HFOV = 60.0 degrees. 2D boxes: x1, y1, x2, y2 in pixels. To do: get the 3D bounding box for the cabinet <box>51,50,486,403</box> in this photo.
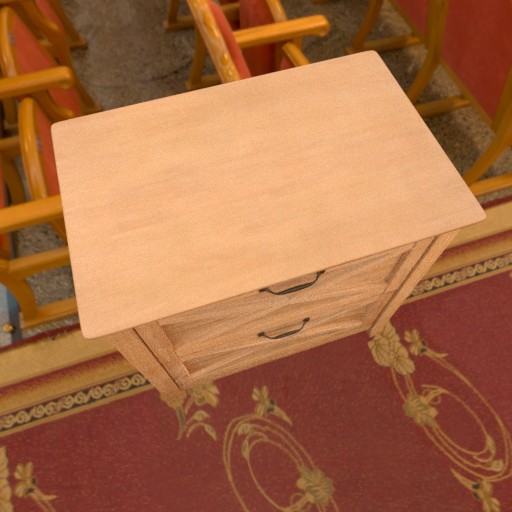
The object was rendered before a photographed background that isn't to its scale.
[{"bbox_3d":[0.000,0.000,1.228,0.763,0.762,0.503,-16,64,-8],"label":"cabinet"}]
